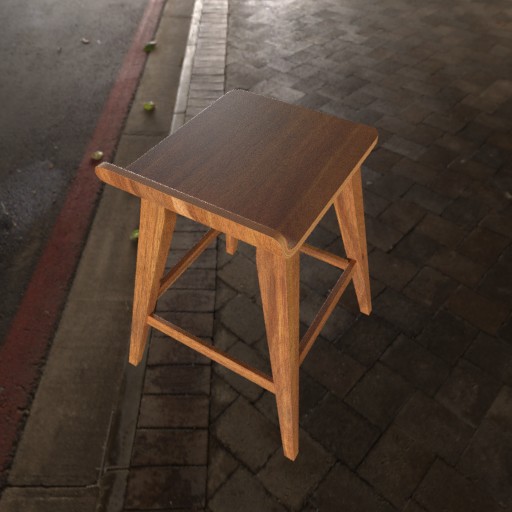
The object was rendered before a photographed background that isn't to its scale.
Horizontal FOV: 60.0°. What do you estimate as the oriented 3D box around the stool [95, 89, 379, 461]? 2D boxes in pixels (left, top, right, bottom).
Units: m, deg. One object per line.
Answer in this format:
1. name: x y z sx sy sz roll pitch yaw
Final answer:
1. stool: 0.000 0.000 1.018 0.500 0.650 0.500 23 51 20
